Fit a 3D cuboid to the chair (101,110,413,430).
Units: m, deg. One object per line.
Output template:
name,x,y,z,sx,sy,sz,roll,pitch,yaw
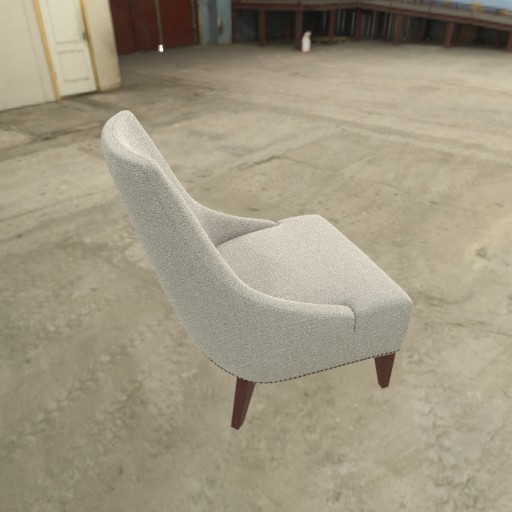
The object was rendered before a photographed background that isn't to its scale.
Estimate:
chair,0.000,0.000,1.507,0.861,0.909,0.701,-10,32,-17
